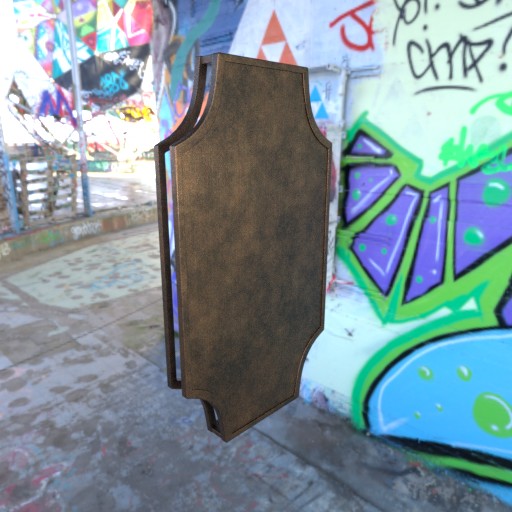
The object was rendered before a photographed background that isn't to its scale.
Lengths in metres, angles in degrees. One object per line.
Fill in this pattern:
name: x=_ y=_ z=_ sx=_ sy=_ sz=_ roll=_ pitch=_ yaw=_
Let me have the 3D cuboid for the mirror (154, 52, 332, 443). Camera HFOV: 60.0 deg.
mirror: x=0.000 y=0.000 z=1.002 sx=0.066 sy=0.811 sz=0.462 roll=14 pitch=21 yaw=43
